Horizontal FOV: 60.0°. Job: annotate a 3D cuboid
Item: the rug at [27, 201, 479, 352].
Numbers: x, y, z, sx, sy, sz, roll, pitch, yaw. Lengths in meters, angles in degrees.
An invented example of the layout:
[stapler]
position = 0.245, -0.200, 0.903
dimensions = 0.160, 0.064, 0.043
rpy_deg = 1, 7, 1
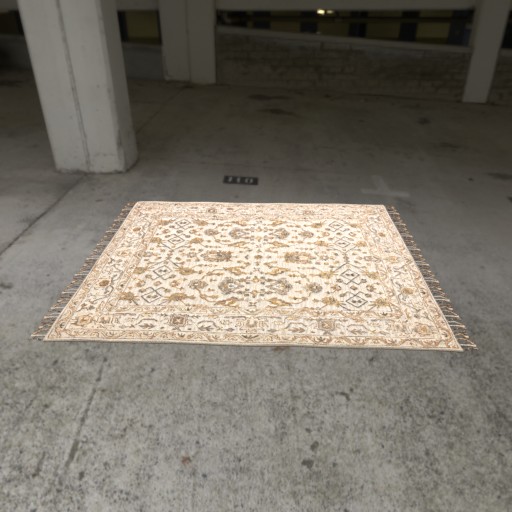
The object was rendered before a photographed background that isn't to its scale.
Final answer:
[rug]
position = 0.000, 0.000, 4.027
dimensions = 3.061, 0.034, 2.426
rpy_deg = 1, 30, 2
